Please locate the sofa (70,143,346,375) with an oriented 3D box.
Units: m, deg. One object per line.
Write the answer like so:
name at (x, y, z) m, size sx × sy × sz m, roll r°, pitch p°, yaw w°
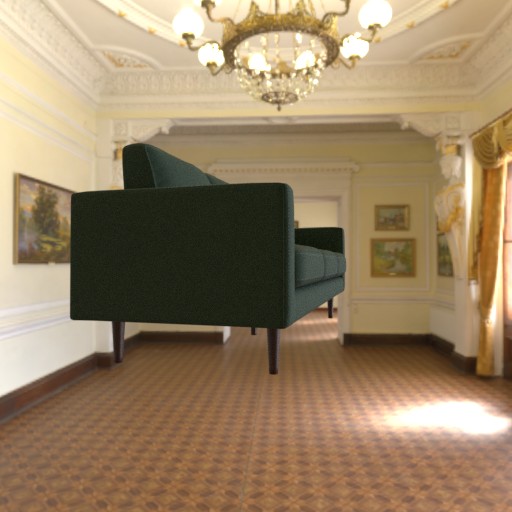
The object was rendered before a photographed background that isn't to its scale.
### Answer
sofa at (0.000, 0.000, 2.530) m, size 0.879 × 0.899 × 2.029 m, roll 0°, pitch -1°, yaw 16°
